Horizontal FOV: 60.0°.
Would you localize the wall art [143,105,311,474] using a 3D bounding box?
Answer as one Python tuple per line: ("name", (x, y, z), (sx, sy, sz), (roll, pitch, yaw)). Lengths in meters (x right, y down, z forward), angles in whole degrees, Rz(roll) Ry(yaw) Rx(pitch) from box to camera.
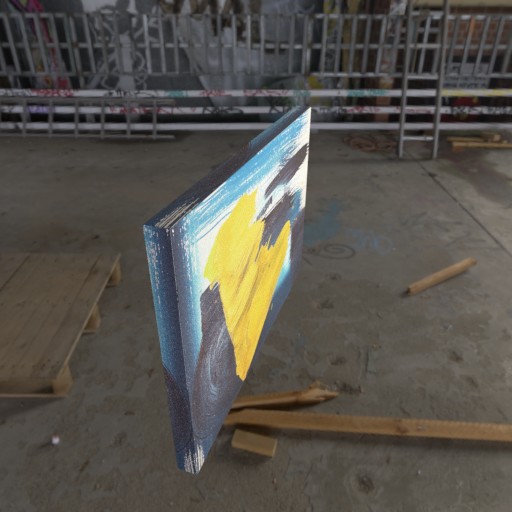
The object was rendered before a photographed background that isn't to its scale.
("wall art", (0.000, 0.000, 0.803), (0.033, 0.406, 0.609), (10, 32, 17))
